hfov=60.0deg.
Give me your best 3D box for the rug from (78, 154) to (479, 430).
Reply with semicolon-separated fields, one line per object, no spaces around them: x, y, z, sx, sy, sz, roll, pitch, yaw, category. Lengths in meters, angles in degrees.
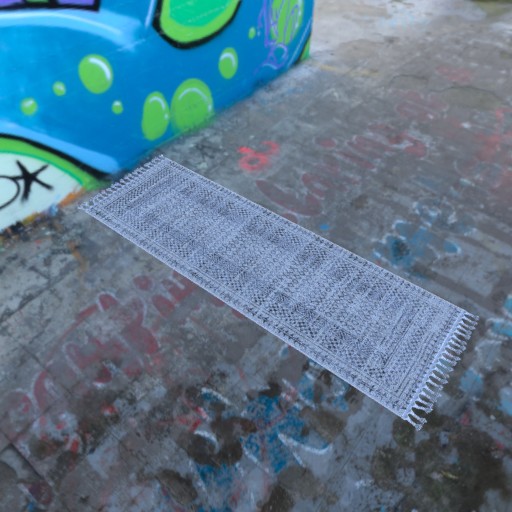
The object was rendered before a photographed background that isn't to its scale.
0.000;0.000;2.693;2.480;0.013;0.786;30;54;24;rug
